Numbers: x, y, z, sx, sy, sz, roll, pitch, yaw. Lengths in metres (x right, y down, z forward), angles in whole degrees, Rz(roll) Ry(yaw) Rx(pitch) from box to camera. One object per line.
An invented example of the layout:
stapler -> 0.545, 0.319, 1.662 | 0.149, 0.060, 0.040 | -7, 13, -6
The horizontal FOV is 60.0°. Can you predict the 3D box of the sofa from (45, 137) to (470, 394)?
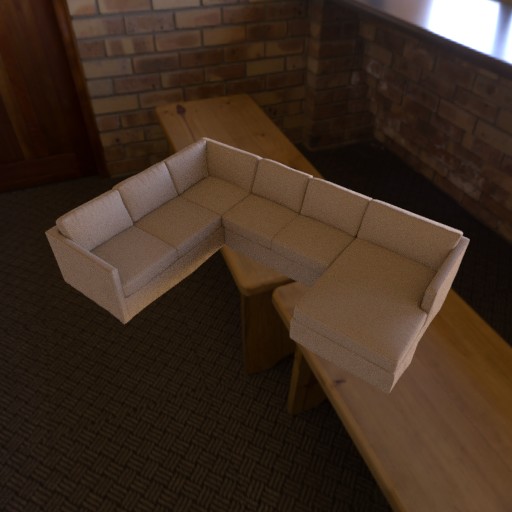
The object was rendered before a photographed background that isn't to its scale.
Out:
sofa -> 0.000, 0.000, 4.517 | 3.460, 0.882, 2.427 | 26, 48, 27
